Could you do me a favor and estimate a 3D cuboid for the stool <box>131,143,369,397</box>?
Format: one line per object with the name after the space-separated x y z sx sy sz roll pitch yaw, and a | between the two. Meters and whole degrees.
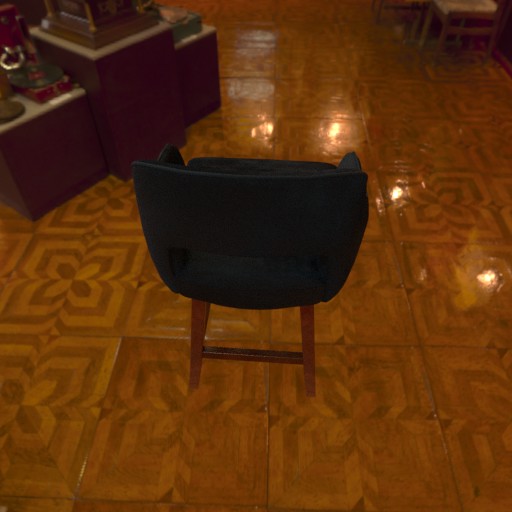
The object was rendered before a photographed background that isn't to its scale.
0.000 0.000 1.273 0.550 0.940 0.560 3 46 3 | stool
